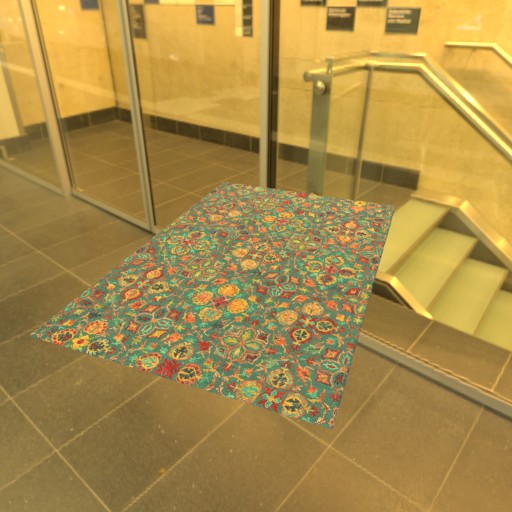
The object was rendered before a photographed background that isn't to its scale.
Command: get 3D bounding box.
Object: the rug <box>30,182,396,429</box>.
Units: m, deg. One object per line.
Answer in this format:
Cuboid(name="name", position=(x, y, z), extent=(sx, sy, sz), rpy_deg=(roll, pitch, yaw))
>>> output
Cuboid(name="rug", position=(0.000, 0.000, 2.885), extent=(1.527, 0.016, 2.290), rpy_deg=(11, 32, 18))
